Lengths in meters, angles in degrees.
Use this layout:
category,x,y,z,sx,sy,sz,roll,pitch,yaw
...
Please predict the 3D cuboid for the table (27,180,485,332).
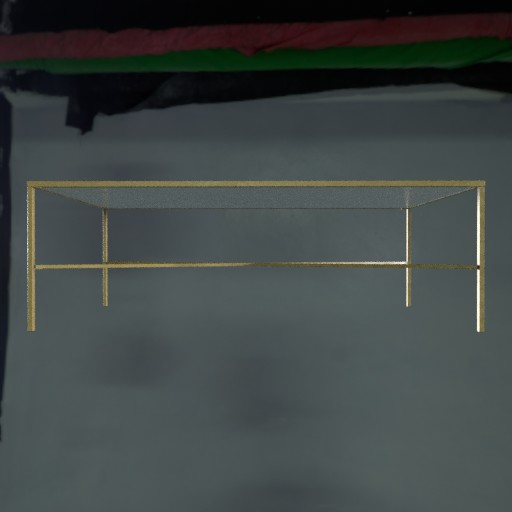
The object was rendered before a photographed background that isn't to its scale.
category,x,y,z,sx,sy,sz,roll,pitch,yaw
table,0.000,0.000,1.457,1.206,0.398,0.580,0,0,0
